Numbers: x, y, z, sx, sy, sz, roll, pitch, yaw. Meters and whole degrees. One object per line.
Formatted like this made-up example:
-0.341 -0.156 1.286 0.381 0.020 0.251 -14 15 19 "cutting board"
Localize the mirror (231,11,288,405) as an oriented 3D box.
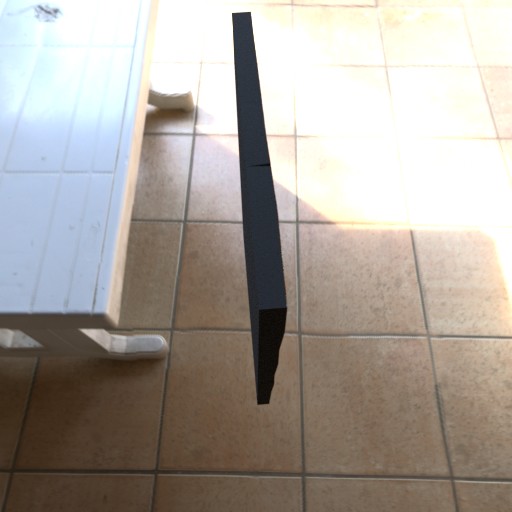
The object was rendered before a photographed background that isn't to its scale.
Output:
0.000 0.000 1.133 0.044 0.912 0.606 -4 64 -2 "mirror"
